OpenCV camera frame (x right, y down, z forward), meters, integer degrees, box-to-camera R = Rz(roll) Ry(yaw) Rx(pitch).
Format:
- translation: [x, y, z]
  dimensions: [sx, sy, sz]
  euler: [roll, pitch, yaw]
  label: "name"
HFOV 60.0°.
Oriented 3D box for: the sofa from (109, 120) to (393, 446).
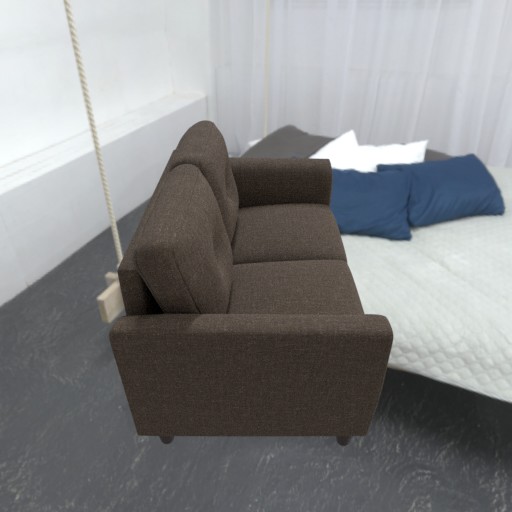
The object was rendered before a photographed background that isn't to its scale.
- translation: [0.000, 0.000, 1.962]
  dimensions: [0.851, 0.885, 1.423]
  euler: [0, 33, 0]
  label: "sofa"
